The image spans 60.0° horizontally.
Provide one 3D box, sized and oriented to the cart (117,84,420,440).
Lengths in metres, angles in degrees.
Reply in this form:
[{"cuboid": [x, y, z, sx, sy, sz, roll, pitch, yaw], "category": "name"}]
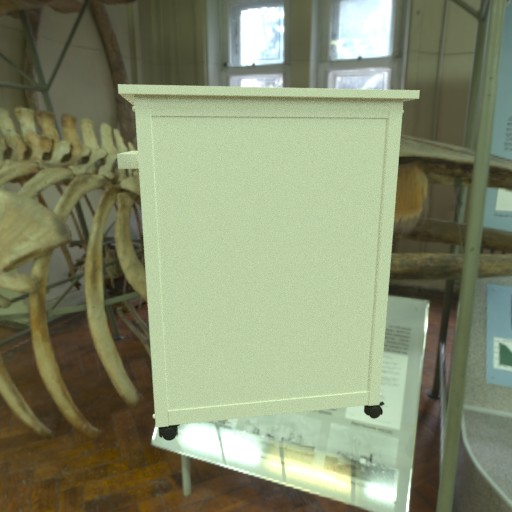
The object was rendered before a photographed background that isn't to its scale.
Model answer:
[{"cuboid": [0.000, 0.000, 1.275, 0.683, 0.864, 0.442, -2, 15, -9], "category": "cart"}]
